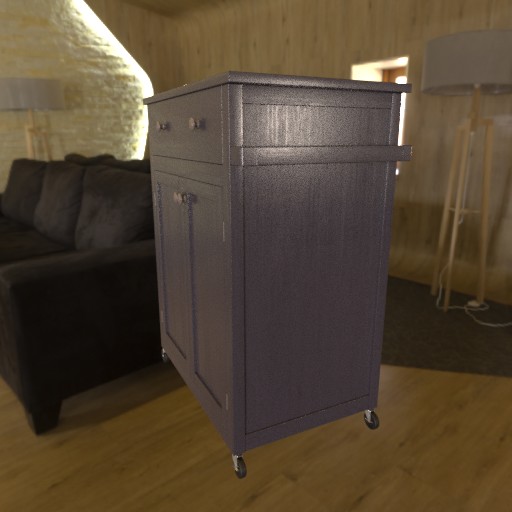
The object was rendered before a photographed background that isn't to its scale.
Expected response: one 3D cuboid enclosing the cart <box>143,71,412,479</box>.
[{"bbox_3d":[0.000,0.000,1.259,0.449,0.878,0.690,-7,17,-26],"label":"cart"}]
